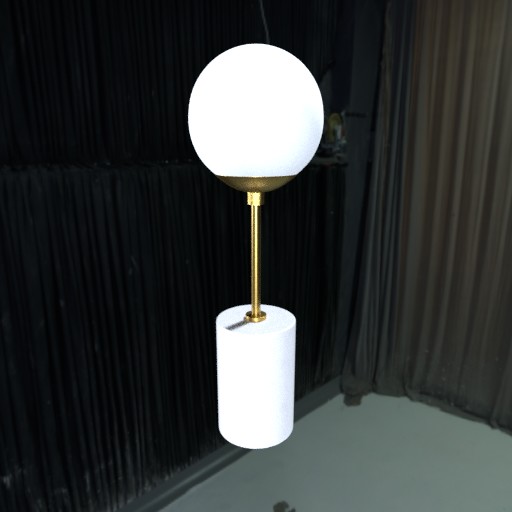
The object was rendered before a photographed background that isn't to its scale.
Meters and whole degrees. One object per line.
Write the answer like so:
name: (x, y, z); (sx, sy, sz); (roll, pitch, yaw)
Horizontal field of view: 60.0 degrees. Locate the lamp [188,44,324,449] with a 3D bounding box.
lamp: (0.000, 0.000, 0.549); (0.153, 0.480, 0.153); (0, 15, 0)
